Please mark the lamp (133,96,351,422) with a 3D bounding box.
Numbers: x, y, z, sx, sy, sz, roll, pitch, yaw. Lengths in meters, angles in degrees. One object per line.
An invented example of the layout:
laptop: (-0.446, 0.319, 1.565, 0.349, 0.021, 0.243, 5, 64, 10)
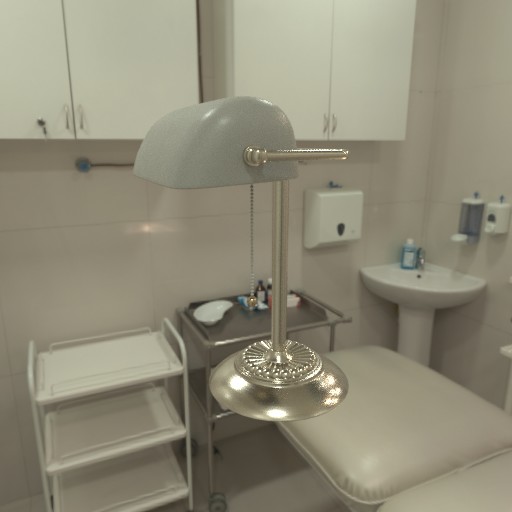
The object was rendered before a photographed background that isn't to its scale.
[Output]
lamp: (0.000, 0.000, 0.519, 0.243, 0.339, 0.264, -7, 16, -25)
